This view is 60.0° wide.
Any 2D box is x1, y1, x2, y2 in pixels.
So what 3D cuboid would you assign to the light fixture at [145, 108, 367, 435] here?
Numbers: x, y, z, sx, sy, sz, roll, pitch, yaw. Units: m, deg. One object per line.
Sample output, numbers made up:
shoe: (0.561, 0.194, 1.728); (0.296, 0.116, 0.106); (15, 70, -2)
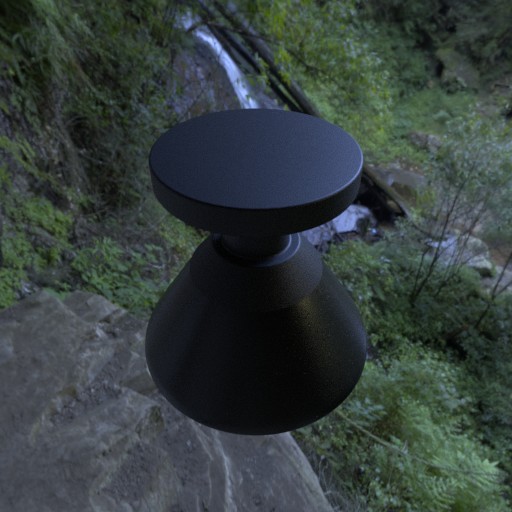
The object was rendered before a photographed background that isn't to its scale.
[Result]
light fixture: (0.000, 0.000, 0.349); (0.200, 0.183, 0.200); (0, 40, 0)
